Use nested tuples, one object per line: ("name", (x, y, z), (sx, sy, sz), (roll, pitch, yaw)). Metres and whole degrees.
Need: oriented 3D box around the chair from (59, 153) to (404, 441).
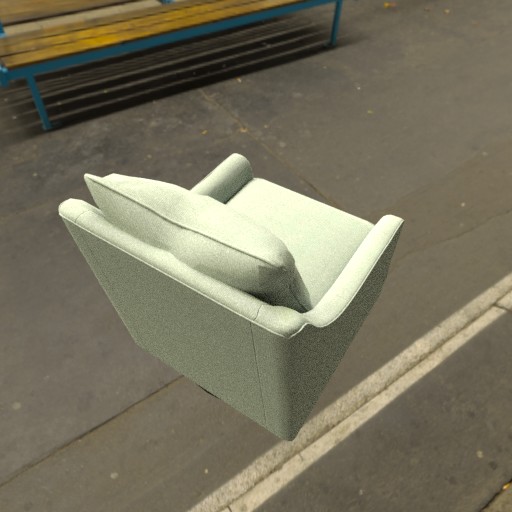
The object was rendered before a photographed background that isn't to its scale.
("chair", (0.000, 0.000, 1.553), (0.760, 0.926, 0.870), (26, 53, 22))
